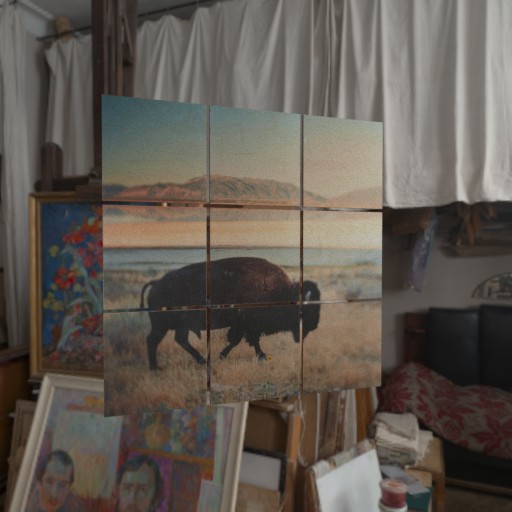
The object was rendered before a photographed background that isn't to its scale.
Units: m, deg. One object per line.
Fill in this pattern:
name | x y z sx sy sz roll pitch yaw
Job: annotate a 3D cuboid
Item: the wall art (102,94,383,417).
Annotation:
wall art | 0.000 0.000 2.347 1.533 1.532 0.019 0 1 -18
